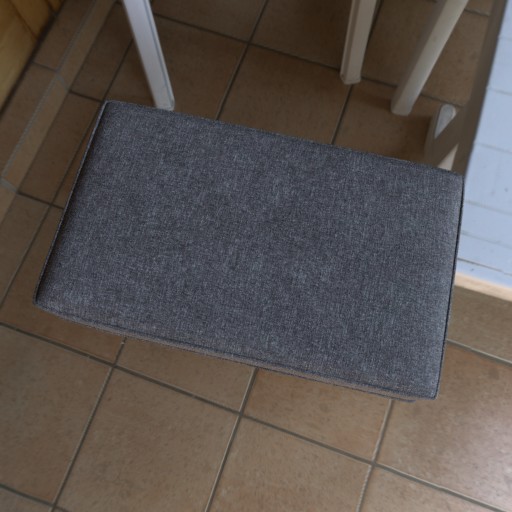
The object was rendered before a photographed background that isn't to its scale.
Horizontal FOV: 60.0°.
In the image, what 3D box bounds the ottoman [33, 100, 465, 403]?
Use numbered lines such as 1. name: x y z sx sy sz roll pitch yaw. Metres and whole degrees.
1. ottoman: 0.000 0.000 1.487 1.184 0.487 0.717 13 76 3
